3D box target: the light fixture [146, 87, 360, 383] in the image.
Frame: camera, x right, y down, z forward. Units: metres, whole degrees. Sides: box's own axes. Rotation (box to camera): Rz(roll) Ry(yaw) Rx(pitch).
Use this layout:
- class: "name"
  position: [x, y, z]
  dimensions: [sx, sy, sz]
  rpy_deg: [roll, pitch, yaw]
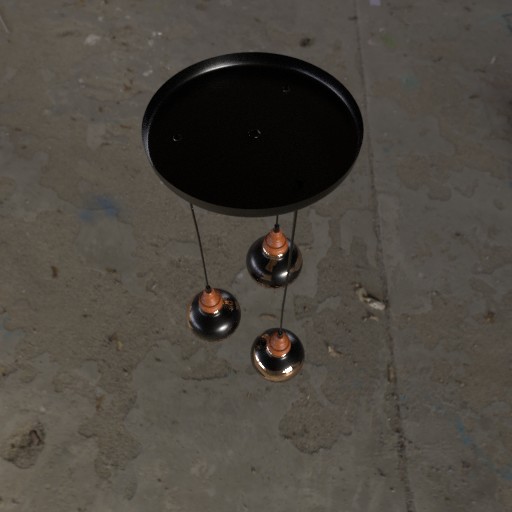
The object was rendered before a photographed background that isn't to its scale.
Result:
- class: "light fixture"
  position: [0.000, 0.000, 1.735]
  dimensions: [0.608, 1.410, 0.605]
  rpy_deg: [20, 61, 11]
